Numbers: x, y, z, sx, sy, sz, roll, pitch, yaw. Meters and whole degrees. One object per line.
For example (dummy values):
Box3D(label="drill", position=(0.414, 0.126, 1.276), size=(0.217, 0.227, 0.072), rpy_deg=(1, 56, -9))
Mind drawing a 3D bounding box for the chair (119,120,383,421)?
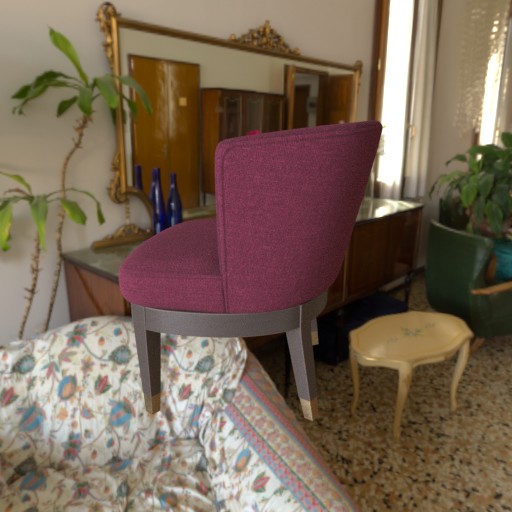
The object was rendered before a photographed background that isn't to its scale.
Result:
Box3D(label="chair", position=(0.000, 0.000, 1.310), size=(0.660, 0.760, 0.700), rpy_deg=(2, 15, 7))
